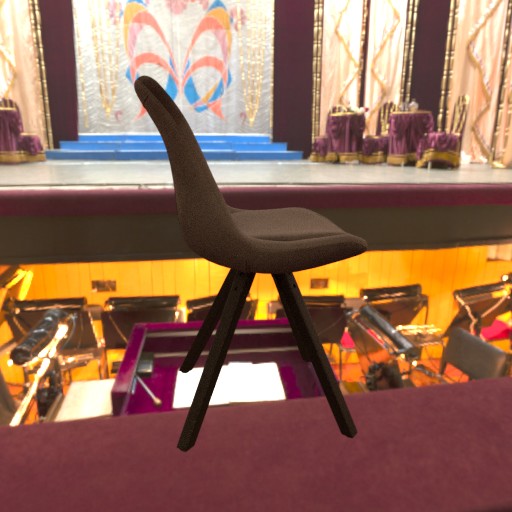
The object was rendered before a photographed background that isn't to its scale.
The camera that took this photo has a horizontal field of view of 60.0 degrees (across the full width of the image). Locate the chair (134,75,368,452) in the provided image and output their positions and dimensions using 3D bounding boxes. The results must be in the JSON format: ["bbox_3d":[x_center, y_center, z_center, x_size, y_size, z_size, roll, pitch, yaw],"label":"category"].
[{"bbox_3d":[0.000,0.000,1.170,0.550,0.850,0.476,-2,15,-8],"label":"chair"}]
